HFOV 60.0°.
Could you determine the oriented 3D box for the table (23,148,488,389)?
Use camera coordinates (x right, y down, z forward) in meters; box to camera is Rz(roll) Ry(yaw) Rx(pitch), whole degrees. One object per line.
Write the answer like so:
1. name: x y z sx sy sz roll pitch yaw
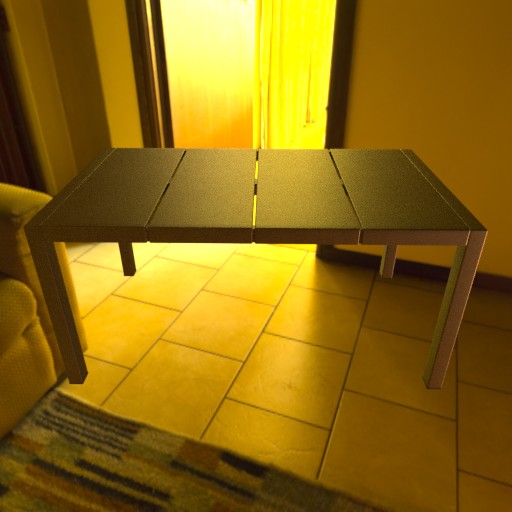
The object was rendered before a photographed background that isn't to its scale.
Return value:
1. table: 0.000 0.000 1.273 0.965 0.460 0.559 1 30 1
